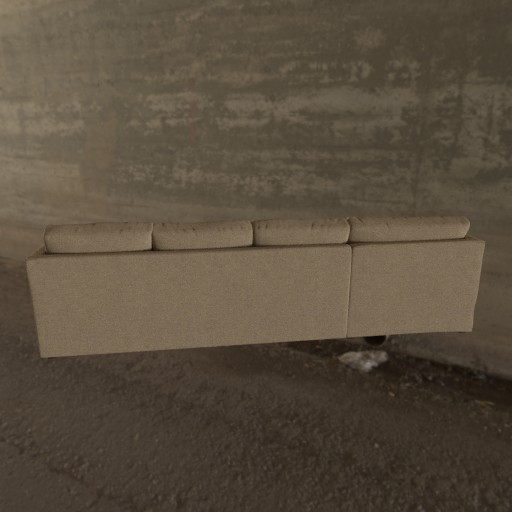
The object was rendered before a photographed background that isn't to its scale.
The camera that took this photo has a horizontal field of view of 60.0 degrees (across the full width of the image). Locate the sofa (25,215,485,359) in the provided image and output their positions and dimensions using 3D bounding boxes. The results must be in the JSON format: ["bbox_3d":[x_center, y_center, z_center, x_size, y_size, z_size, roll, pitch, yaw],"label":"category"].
[{"bbox_3d":[0.000,0.000,3.855,3.198,0.920,1.638,-2,17,-8],"label":"sofa"}]
